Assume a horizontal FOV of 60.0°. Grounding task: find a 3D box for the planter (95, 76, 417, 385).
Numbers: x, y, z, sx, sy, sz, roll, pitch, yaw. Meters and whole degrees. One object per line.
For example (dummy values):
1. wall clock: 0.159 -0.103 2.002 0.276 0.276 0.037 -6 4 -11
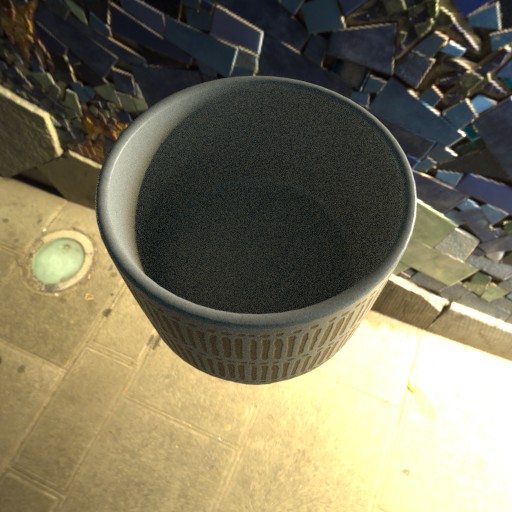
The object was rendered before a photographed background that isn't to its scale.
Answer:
1. planter: 0.000 0.000 0.570 0.317 0.303 0.317 0 59 0
